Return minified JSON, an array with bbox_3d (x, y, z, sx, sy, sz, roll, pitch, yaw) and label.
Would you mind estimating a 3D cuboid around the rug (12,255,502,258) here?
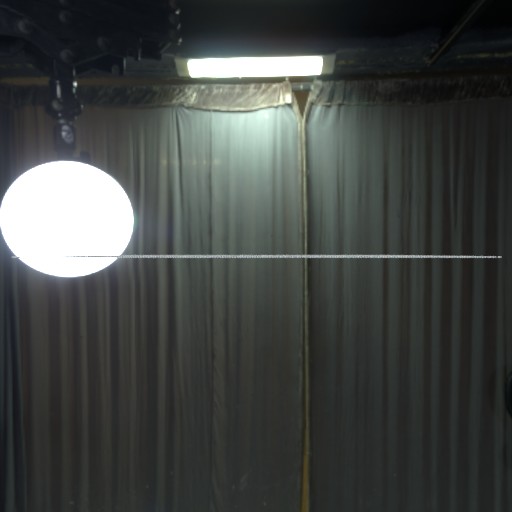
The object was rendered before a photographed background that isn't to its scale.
[{"bbox_3d":[0.000,0.000,3.918,3.061,0.010,2.330,0,0,-1],"label":"rug"}]
